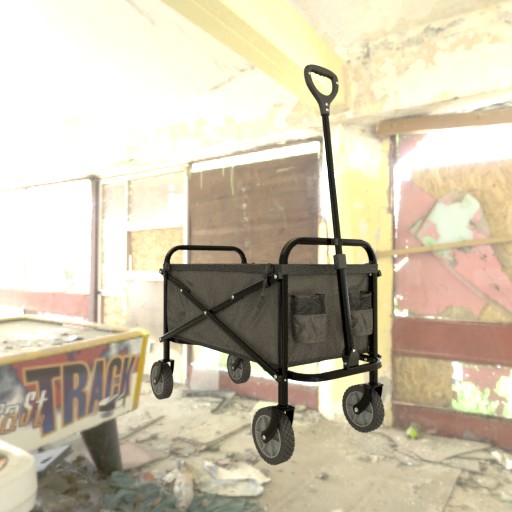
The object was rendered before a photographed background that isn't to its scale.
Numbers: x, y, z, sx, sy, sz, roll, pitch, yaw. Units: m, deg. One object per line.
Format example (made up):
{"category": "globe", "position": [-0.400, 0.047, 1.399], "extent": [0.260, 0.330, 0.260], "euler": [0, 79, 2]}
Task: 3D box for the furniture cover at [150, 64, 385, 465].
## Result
{"category": "furniture cover", "position": [0.000, 0.000, 1.814], "extent": [0.532, 1.295, 1.038], "euler": [1, -1, -37]}
